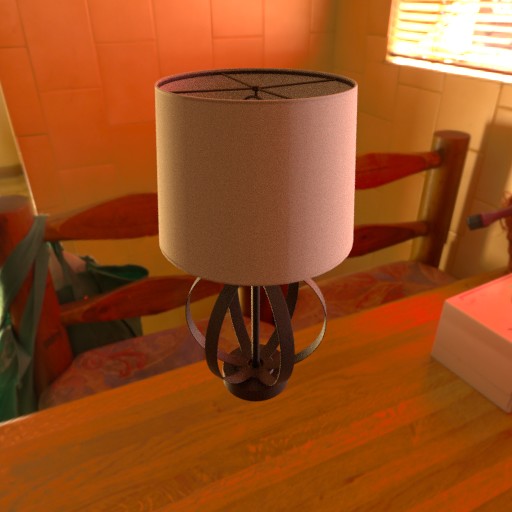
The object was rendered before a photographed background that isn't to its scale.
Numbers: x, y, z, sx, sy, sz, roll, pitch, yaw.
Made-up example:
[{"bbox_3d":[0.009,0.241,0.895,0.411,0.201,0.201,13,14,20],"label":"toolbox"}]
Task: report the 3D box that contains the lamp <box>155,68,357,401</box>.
[{"bbox_3d":[0.000,0.000,0.687,0.286,0.510,0.286,0,30,0],"label":"lamp"}]
